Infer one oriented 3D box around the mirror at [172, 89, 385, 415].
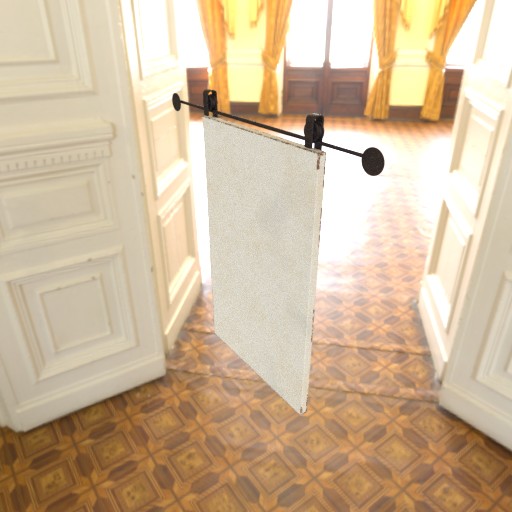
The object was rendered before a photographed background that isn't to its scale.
[{"bbox_3d":[0.000,0.000,1.255,0.037,0.844,0.808,-20,34,-32],"label":"mirror"}]
